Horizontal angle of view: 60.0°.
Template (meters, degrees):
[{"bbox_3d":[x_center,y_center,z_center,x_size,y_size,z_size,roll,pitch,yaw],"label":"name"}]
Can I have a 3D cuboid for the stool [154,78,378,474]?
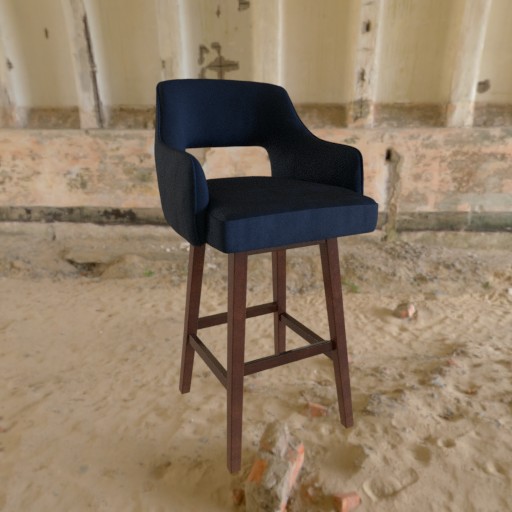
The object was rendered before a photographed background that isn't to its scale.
[{"bbox_3d":[0.000,0.000,1.354,0.550,1.041,0.560,-9,20,-26],"label":"stool"}]
